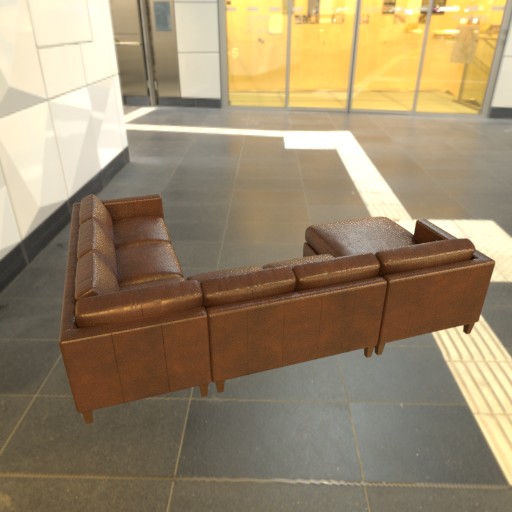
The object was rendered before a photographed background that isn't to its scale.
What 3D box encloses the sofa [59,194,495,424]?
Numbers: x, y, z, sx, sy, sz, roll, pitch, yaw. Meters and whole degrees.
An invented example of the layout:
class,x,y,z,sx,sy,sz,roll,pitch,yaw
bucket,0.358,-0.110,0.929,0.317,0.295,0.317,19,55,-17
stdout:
class,x,y,z,sx,sy,sz,roll,pitch,yaw
sofa,0.000,0.000,4.306,3.324,0.891,2.452,-9,29,-16
